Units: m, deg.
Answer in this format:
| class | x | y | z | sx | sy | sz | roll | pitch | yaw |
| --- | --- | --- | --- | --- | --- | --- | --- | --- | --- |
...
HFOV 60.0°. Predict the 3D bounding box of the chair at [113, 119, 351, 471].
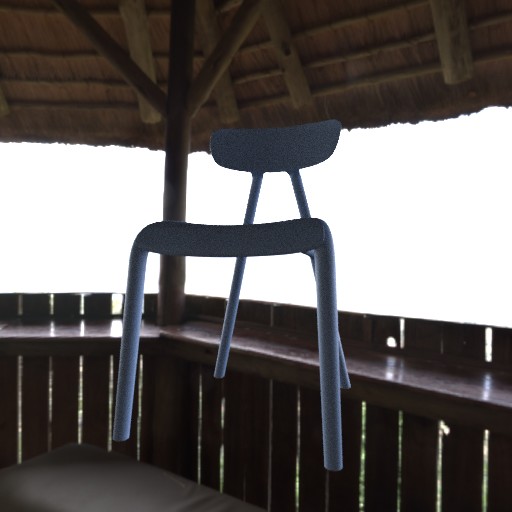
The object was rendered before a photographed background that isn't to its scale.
| class | x | y | z | sx | sy | sz | roll | pitch | yaw |
| --- | --- | --- | --- | --- | --- | --- | --- | --- | --- |
| chair | 0.000 | 0.000 | 0.832 | 0.356 | 0.580 | 0.401 | 0 | 0 | 17 |
